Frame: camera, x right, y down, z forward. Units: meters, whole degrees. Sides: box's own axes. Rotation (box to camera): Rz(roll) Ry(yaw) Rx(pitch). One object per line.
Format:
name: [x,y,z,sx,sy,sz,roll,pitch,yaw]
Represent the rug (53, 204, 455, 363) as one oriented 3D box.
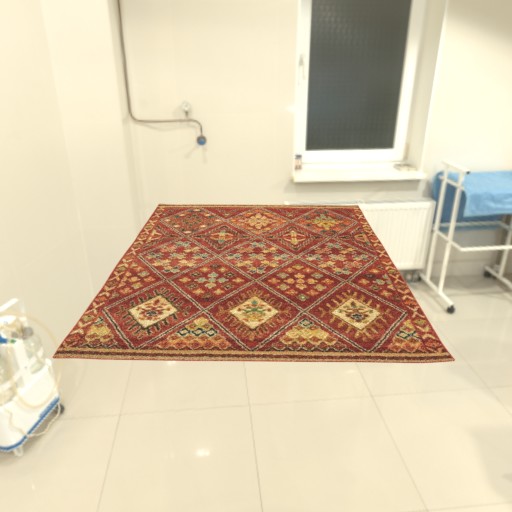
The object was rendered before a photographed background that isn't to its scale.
rug: [0.000,0.000,4.124,2.489,0.030,3.086,0,25,1]
